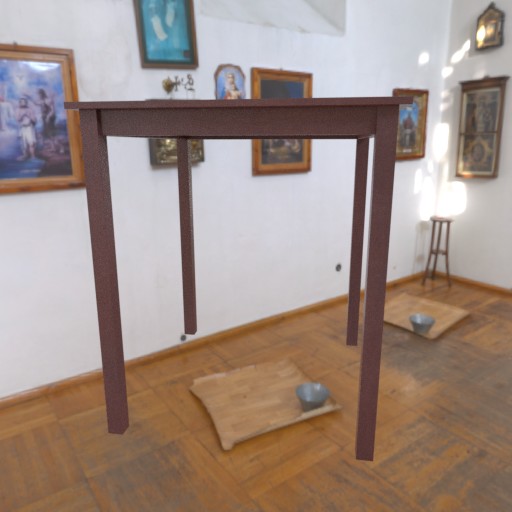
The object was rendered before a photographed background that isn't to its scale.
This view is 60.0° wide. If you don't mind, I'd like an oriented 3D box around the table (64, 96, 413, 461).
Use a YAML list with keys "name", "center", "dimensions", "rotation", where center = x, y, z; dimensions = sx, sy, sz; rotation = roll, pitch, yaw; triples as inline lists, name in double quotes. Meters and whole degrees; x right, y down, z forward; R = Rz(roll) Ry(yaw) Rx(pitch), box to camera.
- name: "table"
  center: [0.000, 0.000, 1.602]
  dimensions: [0.861, 0.991, 0.861]
  rotation: [2, 14, 9]
